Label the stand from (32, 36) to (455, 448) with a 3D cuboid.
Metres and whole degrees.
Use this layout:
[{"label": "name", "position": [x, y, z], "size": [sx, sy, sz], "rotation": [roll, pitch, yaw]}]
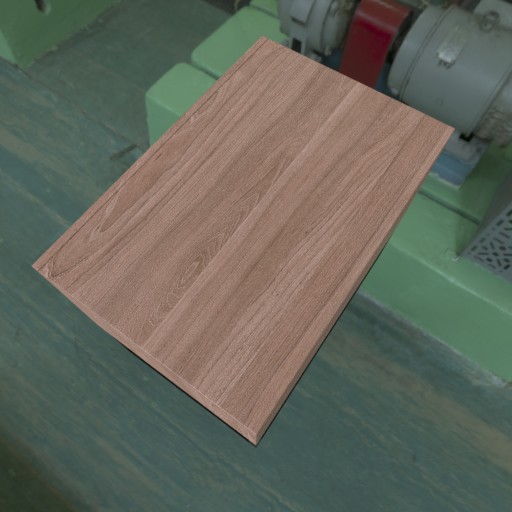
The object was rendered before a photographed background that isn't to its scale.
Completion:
[{"label": "stand", "position": [0.000, 0.000, 0.937], "size": [0.420, 0.500, 0.600], "rotation": [32, 69, 14]}]
